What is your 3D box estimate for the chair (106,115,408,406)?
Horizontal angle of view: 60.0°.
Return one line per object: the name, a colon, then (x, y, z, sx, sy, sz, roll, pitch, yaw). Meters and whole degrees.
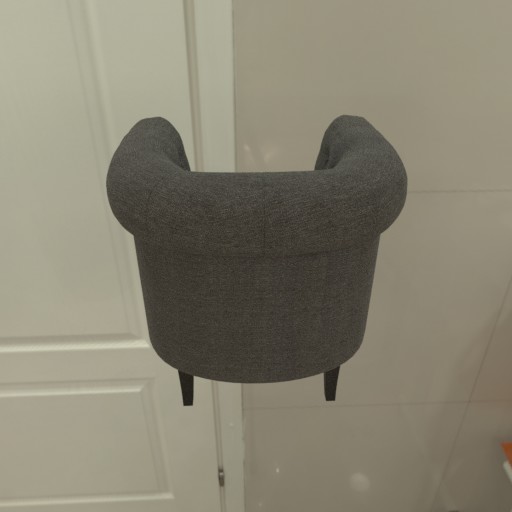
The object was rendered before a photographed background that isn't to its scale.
chair: (0.000, 0.000, 1.534, 0.905, 0.827, 0.852, -1, 30, -2)
